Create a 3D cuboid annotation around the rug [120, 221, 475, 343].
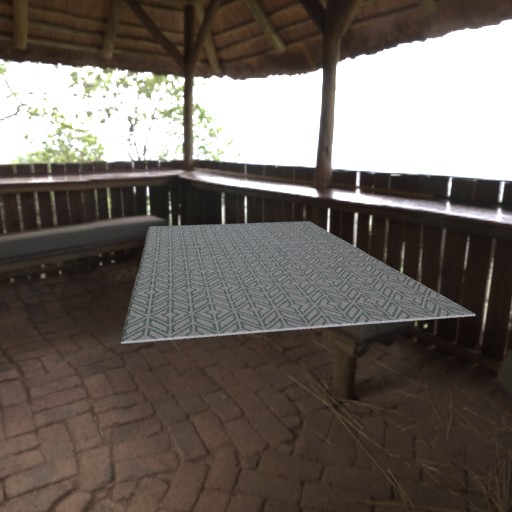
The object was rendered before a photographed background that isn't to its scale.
[{"bbox_3d":[0.000,0.000,2.982,1.517,0.011,2.435,-3,15,-10],"label":"rug"}]
